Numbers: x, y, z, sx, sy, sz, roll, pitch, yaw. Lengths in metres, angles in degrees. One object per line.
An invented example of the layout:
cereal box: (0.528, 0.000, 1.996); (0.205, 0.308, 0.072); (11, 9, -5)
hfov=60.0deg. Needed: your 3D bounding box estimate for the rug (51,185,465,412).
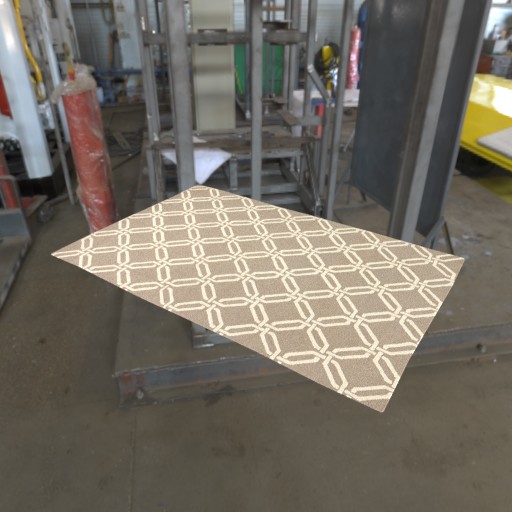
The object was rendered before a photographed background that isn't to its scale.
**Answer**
rug: (0.000, 0.000, 2.213); (1.748, 0.010, 1.142); (19, 36, 29)
